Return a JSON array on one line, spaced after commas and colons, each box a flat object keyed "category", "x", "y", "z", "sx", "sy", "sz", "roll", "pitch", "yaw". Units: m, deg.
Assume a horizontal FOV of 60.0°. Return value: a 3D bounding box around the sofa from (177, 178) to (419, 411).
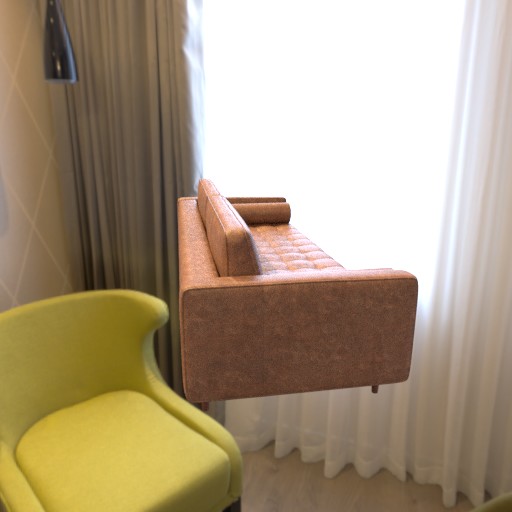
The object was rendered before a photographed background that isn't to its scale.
[{"category": "sofa", "x": 0.000, "y": 0.000, "z": 2.666, "sx": 0.914, "sy": 0.762, "sz": 2.210, "roll": -3, "pitch": 16, "yaw": -9}]
